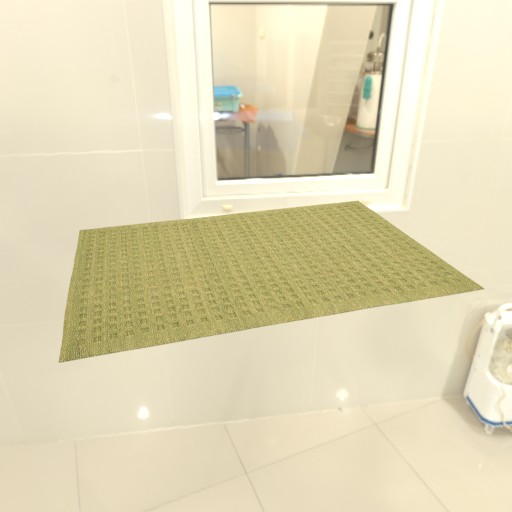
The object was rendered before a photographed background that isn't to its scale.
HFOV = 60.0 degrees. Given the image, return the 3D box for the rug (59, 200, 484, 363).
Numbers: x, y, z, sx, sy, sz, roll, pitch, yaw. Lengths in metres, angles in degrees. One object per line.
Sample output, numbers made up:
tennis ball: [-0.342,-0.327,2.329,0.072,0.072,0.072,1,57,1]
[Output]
rug: [0.000,0.000,2.919,2.297,0.007,1.529,-8,28,-14]
